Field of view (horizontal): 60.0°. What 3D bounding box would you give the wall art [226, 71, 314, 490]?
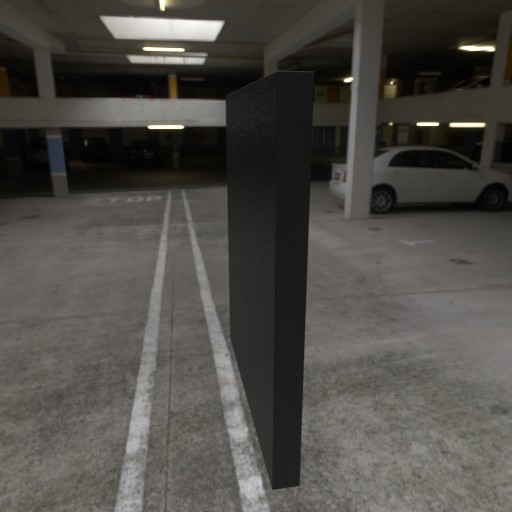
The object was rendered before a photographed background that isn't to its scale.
[{"bbox_3d":[0.000,0.000,0.534,0.028,0.380,0.325,-3,17,-10],"label":"wall art"}]
